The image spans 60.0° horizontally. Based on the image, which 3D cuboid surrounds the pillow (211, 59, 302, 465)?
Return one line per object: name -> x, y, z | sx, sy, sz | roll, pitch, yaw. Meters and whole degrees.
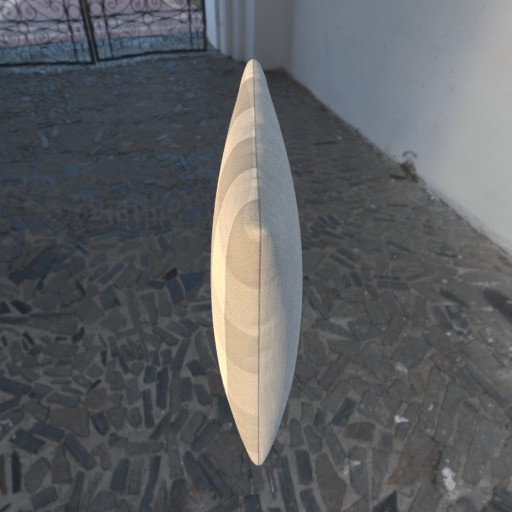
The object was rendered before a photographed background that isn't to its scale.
pillow -> 0.000, 0.000, 0.779 | 0.161, 0.509, 0.511 | -1, 41, -1
